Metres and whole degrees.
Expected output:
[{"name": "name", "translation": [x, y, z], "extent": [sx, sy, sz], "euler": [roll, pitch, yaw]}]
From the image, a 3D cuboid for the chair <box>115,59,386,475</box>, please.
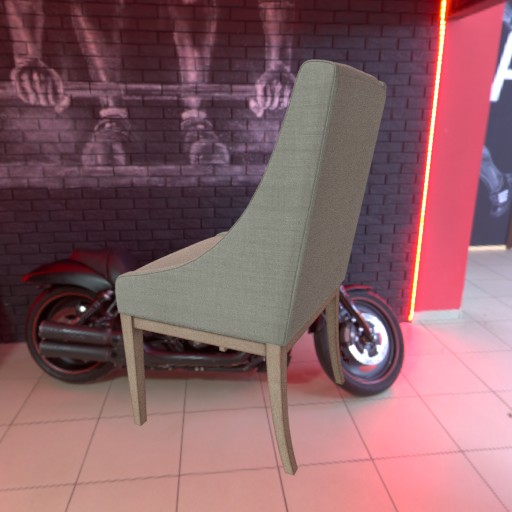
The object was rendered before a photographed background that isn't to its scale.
[{"name": "chair", "translation": [0.000, 0.000, 1.347], "extent": [0.611, 1.021, 0.575], "euler": [8, 19, 25]}]
